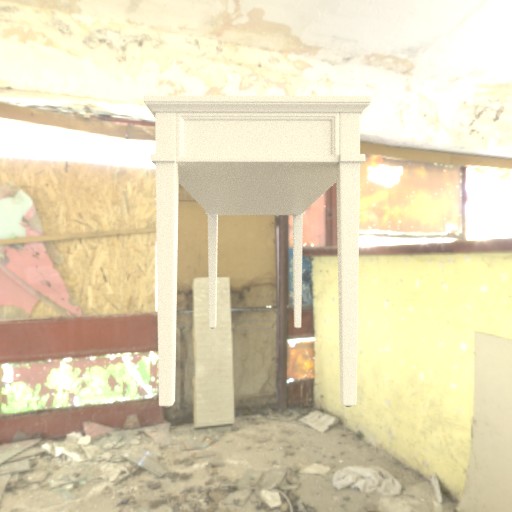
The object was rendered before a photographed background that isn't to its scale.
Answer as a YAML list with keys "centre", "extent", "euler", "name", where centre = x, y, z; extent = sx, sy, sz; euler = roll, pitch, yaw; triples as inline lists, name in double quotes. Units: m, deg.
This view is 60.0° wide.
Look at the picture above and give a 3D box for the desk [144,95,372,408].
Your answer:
- centre: [0.000, 0.000, 1.767]
  extent: [0.559, 0.774, 1.372]
  euler: [0, 0, 0]
  name: "desk"
